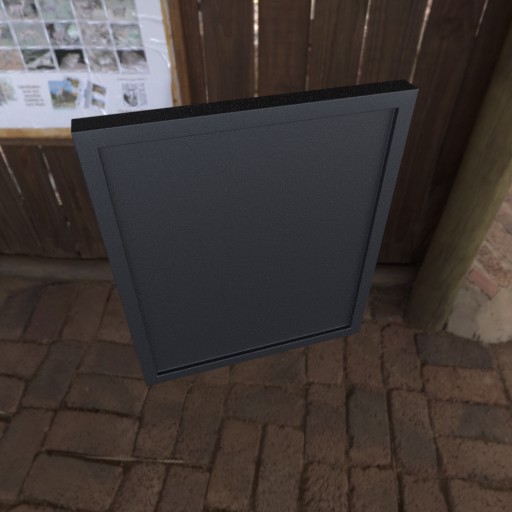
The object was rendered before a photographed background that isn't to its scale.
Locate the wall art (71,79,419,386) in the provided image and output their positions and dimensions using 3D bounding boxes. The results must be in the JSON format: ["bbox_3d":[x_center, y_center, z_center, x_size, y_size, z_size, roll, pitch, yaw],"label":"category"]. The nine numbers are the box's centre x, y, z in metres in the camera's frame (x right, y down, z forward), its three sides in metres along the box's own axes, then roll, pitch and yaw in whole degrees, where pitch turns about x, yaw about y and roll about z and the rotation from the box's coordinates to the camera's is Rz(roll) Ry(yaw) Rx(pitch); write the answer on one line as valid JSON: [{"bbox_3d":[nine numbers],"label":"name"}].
[{"bbox_3d":[0.000,0.000,0.538,0.328,0.381,0.028,-11,43,-13],"label":"wall art"}]
